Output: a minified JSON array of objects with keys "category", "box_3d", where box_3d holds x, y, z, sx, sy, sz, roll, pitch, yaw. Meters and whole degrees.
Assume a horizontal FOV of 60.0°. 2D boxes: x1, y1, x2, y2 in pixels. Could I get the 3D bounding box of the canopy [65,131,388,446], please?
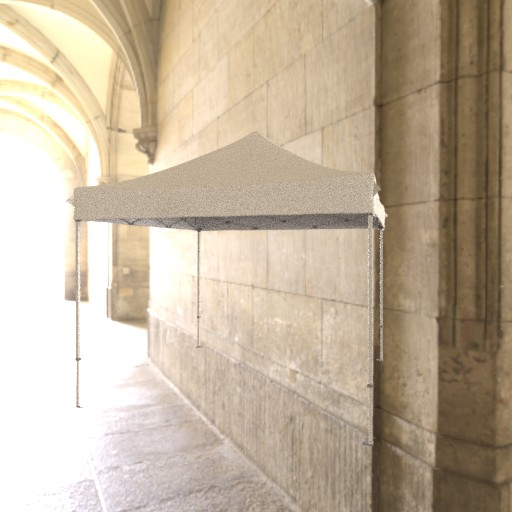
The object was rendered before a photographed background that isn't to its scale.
[{"category":"canopy","box_3d":[0.000,0.000,5.354,2.996,2.998,2.994,0,1,18]}]
